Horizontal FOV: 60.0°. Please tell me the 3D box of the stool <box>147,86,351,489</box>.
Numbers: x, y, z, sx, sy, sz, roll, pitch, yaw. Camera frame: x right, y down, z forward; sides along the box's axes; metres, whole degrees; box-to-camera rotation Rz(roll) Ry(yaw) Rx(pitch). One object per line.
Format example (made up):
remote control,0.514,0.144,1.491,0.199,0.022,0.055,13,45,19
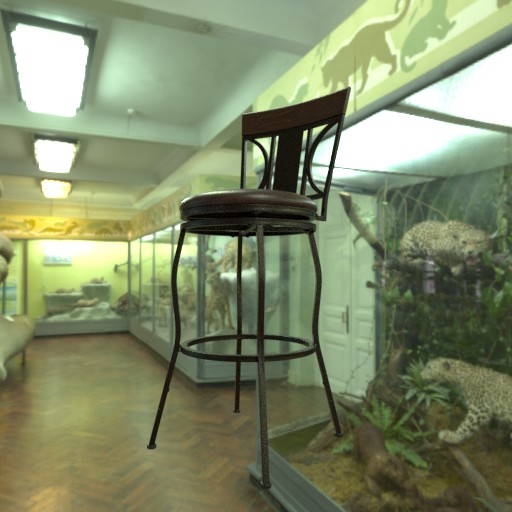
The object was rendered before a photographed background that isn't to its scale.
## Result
stool,0.000,0.000,1.398,0.448,1.130,0.513,-1,-2,36
